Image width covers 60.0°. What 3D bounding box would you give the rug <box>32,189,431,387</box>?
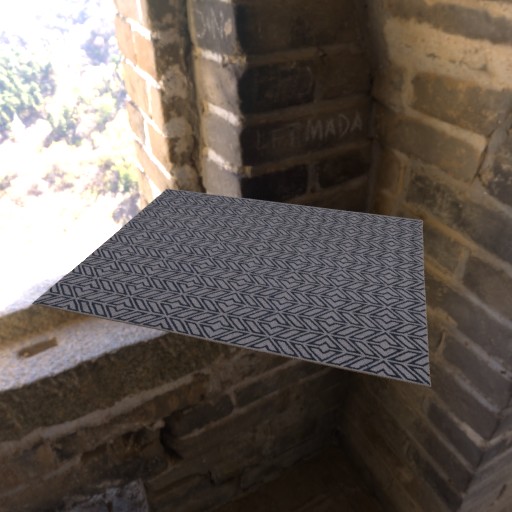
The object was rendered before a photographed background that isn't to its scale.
[{"bbox_3d":[0.000,0.000,4.179,3.045,0.008,2.421,9,33,14],"label":"rug"}]
